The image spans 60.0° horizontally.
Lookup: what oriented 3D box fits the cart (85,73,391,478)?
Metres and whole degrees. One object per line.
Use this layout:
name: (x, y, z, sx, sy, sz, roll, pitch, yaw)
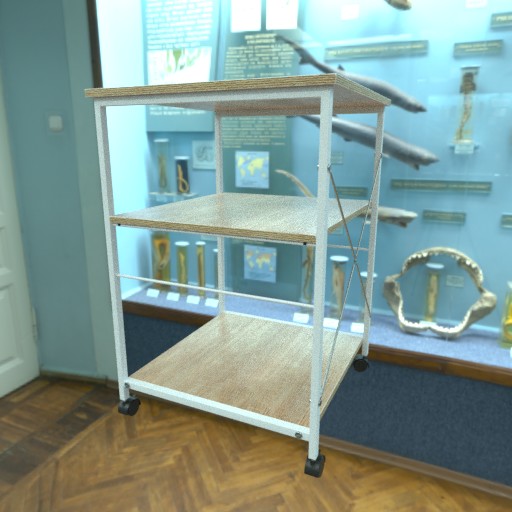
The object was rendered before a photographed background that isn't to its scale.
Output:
cart: (0.000, 0.000, 1.112, 0.520, 0.762, 0.521, 7, 16, 24)
